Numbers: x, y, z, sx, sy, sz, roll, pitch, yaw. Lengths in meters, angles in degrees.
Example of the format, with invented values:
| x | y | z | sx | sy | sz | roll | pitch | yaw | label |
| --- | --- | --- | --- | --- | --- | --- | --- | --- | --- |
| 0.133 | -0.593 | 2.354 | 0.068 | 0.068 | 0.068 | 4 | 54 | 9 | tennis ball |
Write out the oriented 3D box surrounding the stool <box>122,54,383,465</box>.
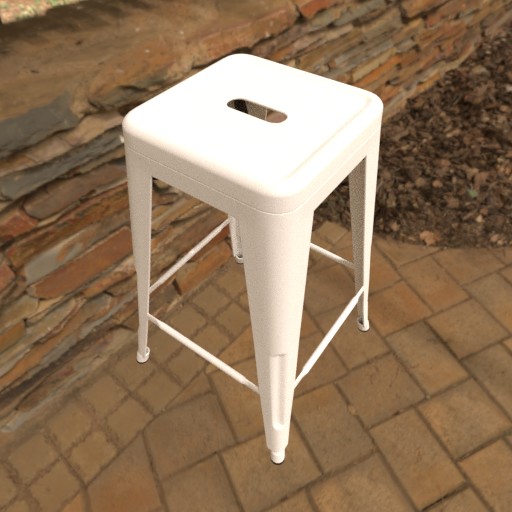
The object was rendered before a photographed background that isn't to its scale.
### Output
| x | y | z | sx | sy | sz | roll | pitch | yaw | label |
| --- | --- | --- | --- | --- | --- | --- | --- | --- | --- |
| 0.000 | 0.000 | 0.836 | 0.406 | 0.610 | 0.406 | 28 | 53 | 23 | stool |
